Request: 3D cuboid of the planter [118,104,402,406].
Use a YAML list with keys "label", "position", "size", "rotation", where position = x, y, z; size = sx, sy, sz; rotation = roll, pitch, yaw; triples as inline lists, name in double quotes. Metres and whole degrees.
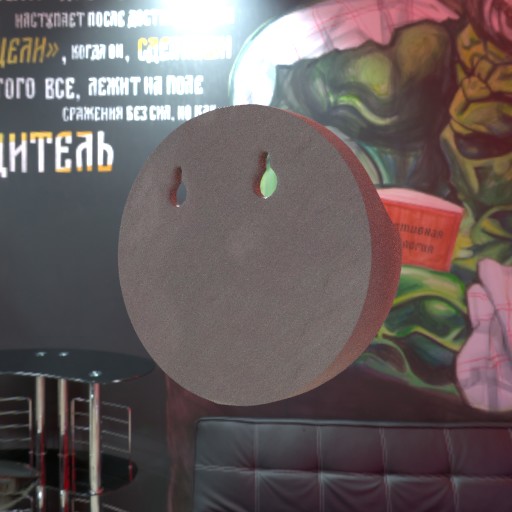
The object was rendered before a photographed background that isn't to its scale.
- label: "planter"
  position: [0.000, 0.000, 0.274]
  size: [0.190, 0.164, 0.073]
  rotation: [0, -1, 36]
